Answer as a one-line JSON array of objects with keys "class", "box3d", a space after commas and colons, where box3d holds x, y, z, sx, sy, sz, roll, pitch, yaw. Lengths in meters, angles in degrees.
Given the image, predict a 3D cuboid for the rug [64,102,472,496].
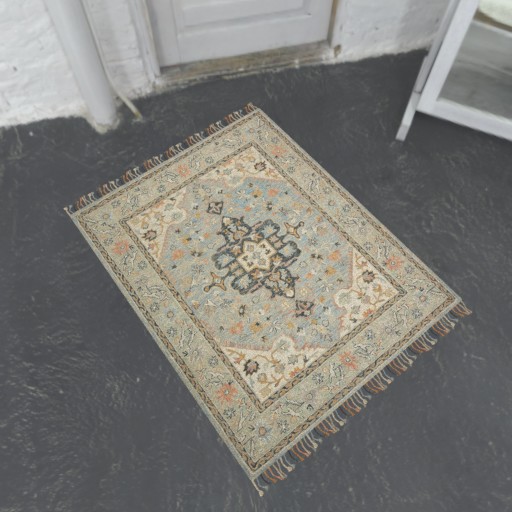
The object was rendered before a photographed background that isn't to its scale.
[{"class": "rug", "box3d": [0.000, 0.000, 4.163, 2.379, 0.011, 3.221, -34, 68, -16]}]
